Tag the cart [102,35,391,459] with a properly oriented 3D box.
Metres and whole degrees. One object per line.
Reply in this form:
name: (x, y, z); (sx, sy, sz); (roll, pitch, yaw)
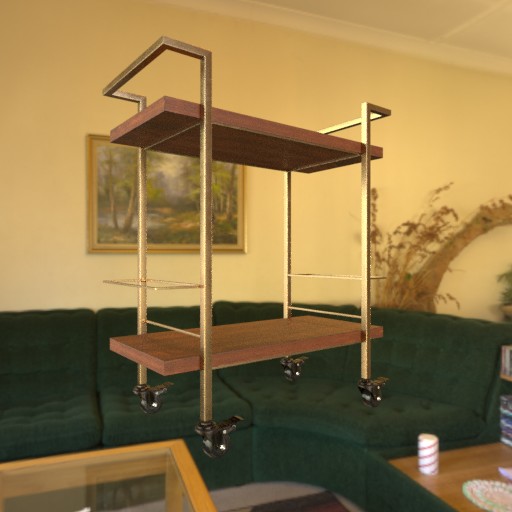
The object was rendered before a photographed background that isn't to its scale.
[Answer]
cart: (0.000, 0.000, 1.148); (0.695, 0.807, 0.364); (0, 0, -37)
